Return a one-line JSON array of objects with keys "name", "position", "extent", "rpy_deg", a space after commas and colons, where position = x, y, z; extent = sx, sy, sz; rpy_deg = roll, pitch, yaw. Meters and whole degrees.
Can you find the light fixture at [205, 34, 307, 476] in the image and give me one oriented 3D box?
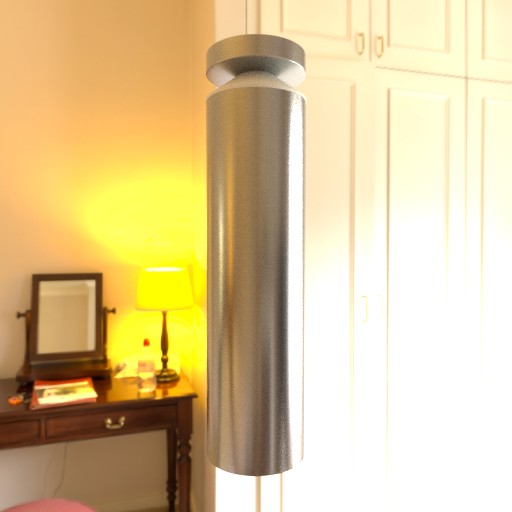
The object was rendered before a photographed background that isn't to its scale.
[{"name": "light fixture", "position": [0.000, 0.000, 0.451], "extent": [0.102, 0.400, 0.102], "rpy_deg": [1, 1, 36]}]
